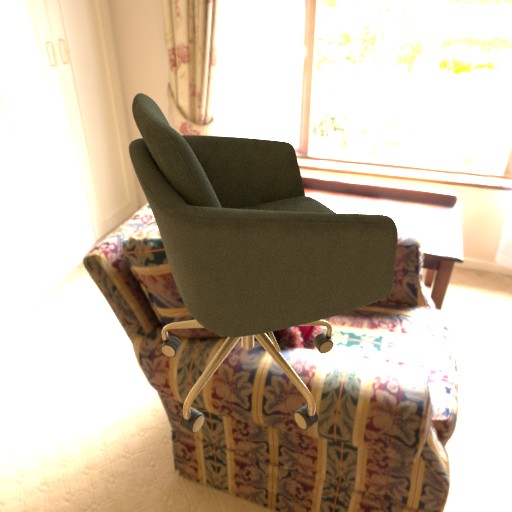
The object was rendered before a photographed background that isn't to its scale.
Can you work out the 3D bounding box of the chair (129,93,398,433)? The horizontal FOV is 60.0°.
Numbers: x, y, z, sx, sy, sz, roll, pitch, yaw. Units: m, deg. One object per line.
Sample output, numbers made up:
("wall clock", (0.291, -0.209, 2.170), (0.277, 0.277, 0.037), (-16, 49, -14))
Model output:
("chair", (0.000, 0.000, 1.330), (0.635, 0.908, 0.641), (-10, 32, -17))
